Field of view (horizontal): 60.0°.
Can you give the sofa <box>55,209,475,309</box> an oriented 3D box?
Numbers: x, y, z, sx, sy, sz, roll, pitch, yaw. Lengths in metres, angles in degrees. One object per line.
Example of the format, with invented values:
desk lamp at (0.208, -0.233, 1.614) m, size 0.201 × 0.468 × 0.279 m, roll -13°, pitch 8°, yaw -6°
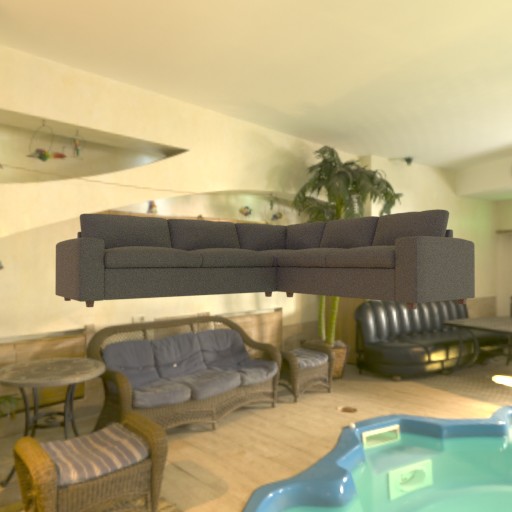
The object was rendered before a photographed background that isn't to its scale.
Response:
sofa at (0.000, 0.000, 4.601) m, size 3.277 × 0.965 × 2.895 m, roll 1°, pitch -1°, yaw -36°
